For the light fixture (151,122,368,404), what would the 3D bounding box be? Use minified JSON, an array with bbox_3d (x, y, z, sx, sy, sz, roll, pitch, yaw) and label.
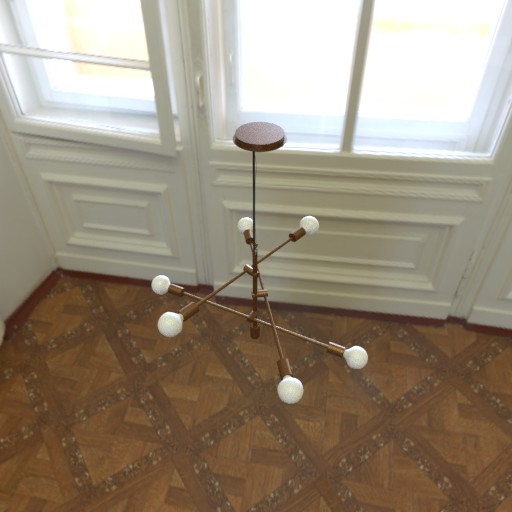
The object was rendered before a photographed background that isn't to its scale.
[{"bbox_3d":[0.000,0.000,1.241,0.637,0.744,0.682,-25,48,-26],"label":"light fixture"}]
